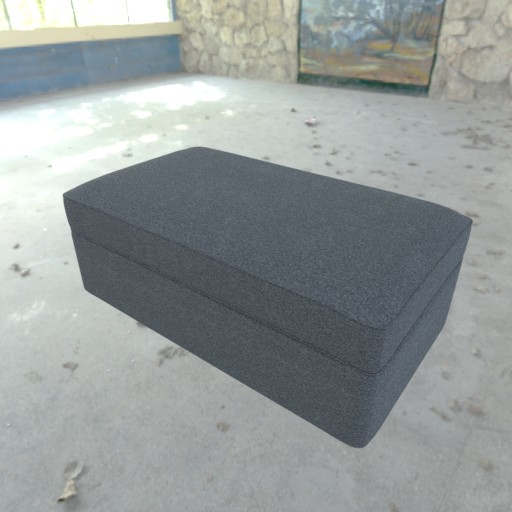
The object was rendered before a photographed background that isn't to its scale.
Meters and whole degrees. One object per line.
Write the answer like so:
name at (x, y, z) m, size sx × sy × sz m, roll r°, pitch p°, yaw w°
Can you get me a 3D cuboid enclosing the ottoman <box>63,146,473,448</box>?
ottoman at (0.000, 0.000, 1.510) m, size 1.173 × 0.494 × 0.681 m, roll 21°, pitch 36°, yaw 32°
